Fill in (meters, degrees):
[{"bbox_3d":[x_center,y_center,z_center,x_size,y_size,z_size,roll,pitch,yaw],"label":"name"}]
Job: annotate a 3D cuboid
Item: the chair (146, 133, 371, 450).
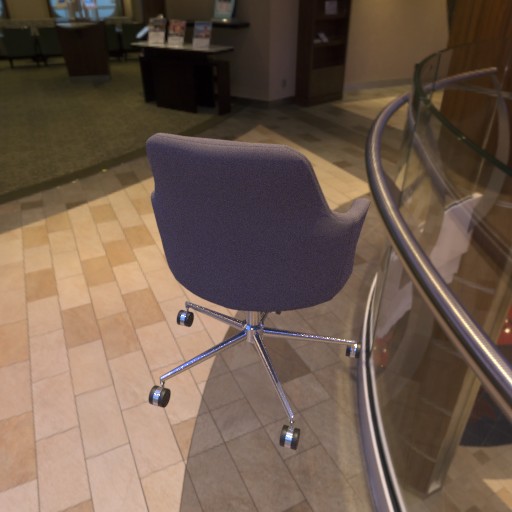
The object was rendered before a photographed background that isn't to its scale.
[{"bbox_3d":[0.000,0.000,1.272,0.655,0.820,0.600,10,33,15],"label":"chair"}]
